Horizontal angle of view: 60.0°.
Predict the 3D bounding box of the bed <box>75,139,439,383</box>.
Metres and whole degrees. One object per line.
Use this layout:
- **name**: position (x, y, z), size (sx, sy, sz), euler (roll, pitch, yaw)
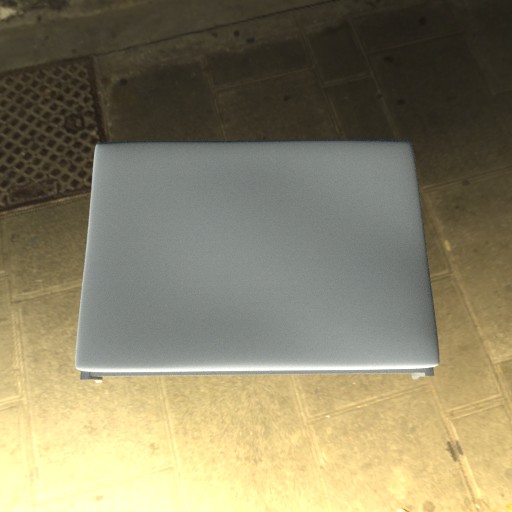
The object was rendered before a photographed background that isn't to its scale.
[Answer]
- **bed**: position (0.000, 0.000, 2.688), size (1.985, 0.510, 1.460), euler (-1, 74, 0)
